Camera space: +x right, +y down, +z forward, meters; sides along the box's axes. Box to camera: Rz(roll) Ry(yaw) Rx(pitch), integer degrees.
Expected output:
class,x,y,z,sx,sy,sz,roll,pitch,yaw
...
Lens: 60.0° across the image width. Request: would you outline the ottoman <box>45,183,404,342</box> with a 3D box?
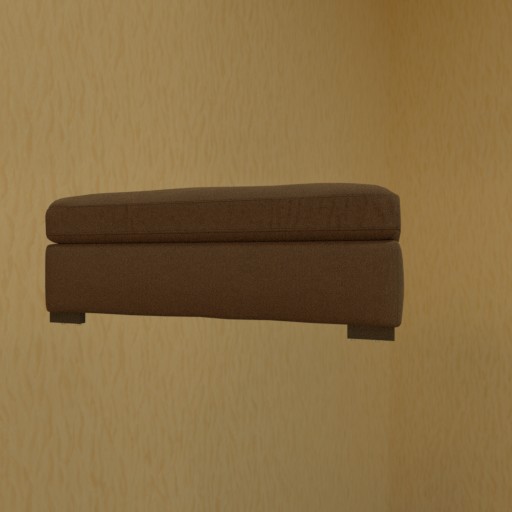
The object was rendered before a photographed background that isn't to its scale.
class,x,y,z,sx,sy,sz,roll,pitch,yaw
ottoman,0.000,0.000,1.884,1.181,0.470,1.181,0,0,18
